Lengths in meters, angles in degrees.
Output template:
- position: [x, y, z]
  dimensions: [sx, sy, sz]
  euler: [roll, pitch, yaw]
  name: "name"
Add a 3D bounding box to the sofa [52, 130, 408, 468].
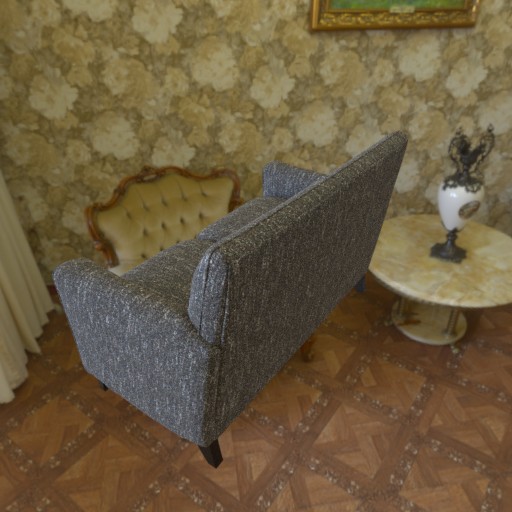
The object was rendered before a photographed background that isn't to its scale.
- position: [0.000, 0.000, 2.046]
  dimensions: [0.801, 0.946, 1.519]
  euler: [20, 36, 29]
  name: "sofa"
